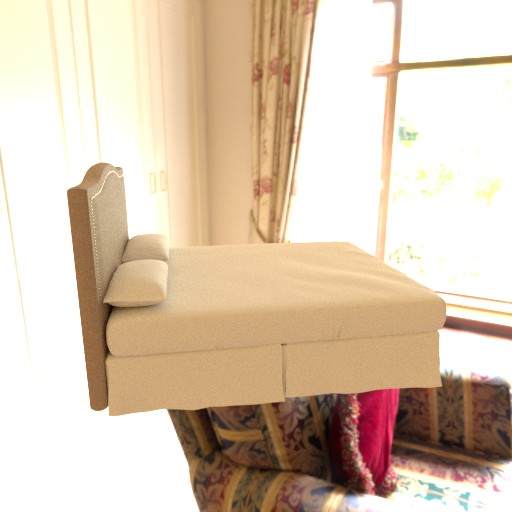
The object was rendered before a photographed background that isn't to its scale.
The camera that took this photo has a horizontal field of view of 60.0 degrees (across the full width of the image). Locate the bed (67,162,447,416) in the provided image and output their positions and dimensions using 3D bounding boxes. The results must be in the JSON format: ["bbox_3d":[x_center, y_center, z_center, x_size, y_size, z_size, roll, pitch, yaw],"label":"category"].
[{"bbox_3d":[0.000,0.000,3.433,2.282,1.436,1.821,-3,15,-10],"label":"bed"}]
